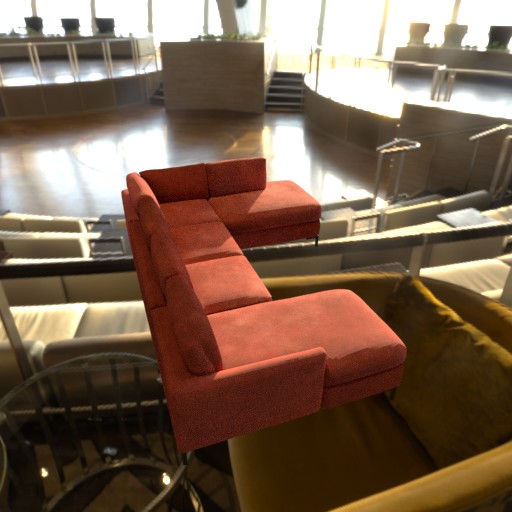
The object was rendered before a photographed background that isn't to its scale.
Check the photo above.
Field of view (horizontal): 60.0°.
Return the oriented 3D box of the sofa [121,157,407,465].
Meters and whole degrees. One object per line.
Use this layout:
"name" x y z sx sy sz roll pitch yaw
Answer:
"sofa" 0.000 0.000 3.819 1.981 0.858 2.971 -10 32 -17
